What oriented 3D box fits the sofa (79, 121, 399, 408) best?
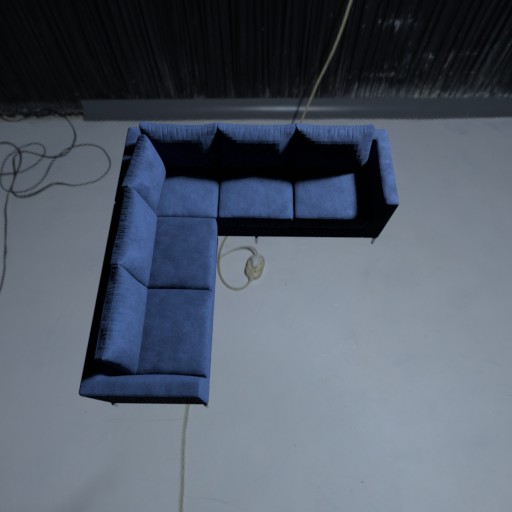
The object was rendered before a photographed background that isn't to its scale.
[{"bbox_3d":[0.000,0.000,3.868,2.463,0.988,2.472,1,63,0],"label":"sofa"}]
